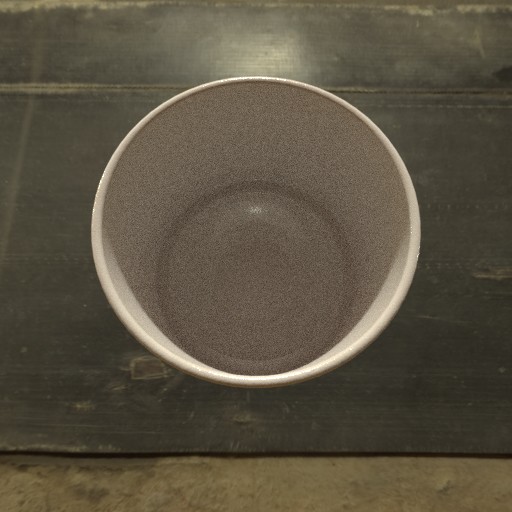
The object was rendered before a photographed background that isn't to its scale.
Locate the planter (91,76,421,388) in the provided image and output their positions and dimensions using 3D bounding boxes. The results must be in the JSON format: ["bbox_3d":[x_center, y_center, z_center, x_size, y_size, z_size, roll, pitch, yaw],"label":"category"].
[{"bbox_3d":[0.000,0.000,0.344,0.193,0.177,0.193,0,75,0],"label":"planter"}]
